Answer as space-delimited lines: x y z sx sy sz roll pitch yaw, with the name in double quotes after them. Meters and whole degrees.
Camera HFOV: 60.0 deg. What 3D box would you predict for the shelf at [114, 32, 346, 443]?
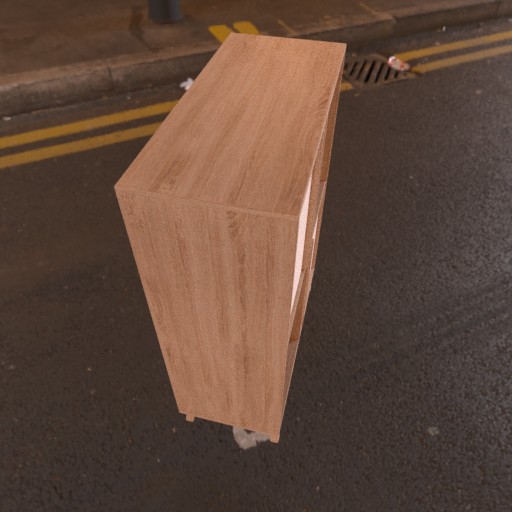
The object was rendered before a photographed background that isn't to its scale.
0.000 0.000 1.857 0.450 1.390 1.000 10 47 10 "shelf"
